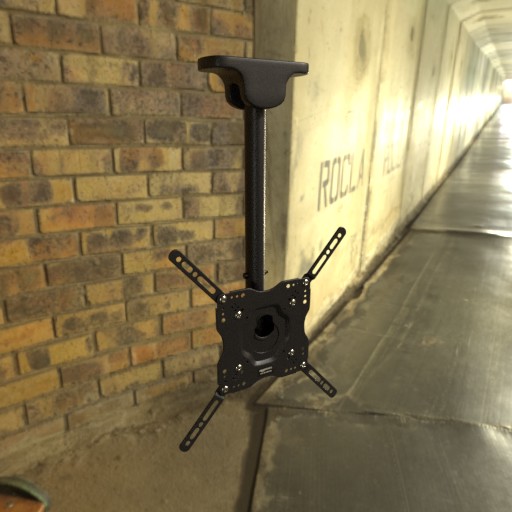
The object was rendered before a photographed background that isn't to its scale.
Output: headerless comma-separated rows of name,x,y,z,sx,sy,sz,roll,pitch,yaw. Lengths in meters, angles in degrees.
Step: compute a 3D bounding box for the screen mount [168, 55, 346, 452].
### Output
screen mount,0.000,0.000,0.898,0.393,0.729,0.090,-9,18,-29
